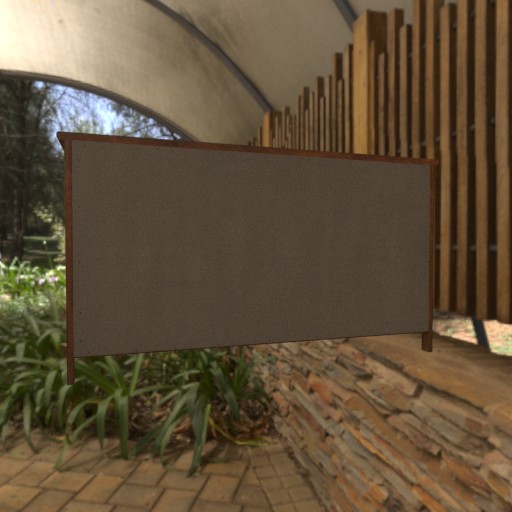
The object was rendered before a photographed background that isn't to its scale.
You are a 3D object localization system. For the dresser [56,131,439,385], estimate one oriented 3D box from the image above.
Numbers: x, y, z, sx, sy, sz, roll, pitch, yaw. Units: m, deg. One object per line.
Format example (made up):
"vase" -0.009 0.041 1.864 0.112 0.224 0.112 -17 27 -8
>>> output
"dresser" 0.000 0.000 1.945 1.551 0.856 0.463 0 1 -18
